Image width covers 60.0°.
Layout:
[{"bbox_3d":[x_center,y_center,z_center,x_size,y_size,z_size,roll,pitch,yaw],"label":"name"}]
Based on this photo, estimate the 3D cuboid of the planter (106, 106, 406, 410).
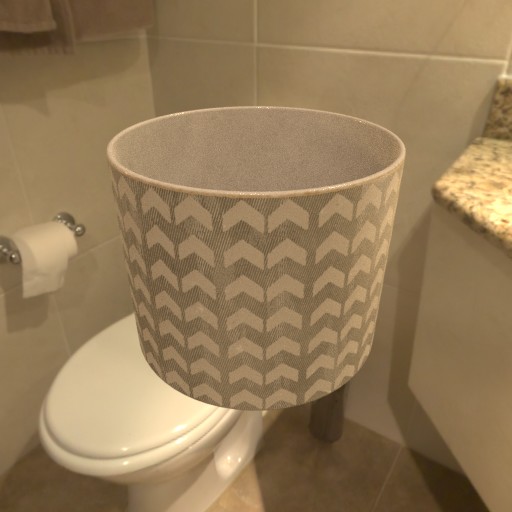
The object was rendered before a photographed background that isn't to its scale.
[{"bbox_3d":[0.000,0.000,0.445,0.250,0.239,0.250,0,31,0],"label":"planter"}]
